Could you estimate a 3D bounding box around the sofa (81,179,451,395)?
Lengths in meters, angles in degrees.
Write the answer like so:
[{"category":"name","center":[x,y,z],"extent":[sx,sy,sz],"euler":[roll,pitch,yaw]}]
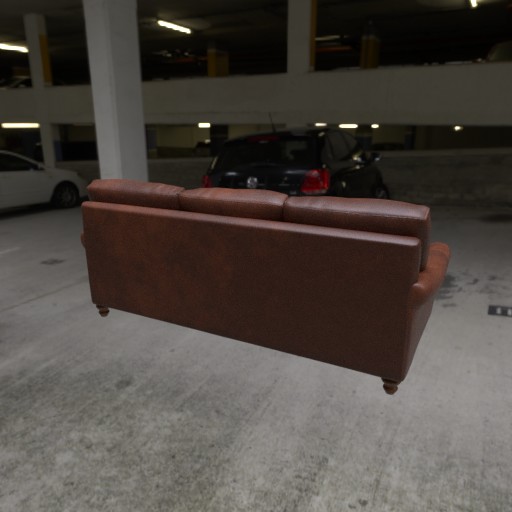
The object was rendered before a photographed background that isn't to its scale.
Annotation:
[{"category":"sofa","center":[0.000,0.000,2.957],"extent":[2.351,0.977,0.973],"euler":[9,19,27]}]
